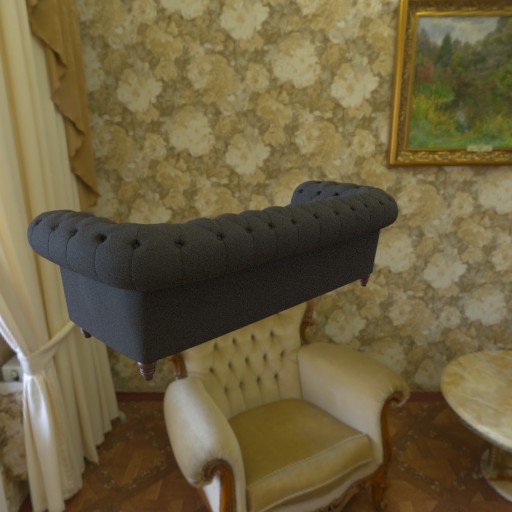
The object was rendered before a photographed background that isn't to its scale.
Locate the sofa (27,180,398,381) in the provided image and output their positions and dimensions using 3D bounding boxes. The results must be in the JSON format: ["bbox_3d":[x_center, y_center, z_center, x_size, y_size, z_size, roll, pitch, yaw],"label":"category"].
[{"bbox_3d":[0.000,0.000,2.778,0.991,0.762,2.362,15,21,43],"label":"sofa"}]
